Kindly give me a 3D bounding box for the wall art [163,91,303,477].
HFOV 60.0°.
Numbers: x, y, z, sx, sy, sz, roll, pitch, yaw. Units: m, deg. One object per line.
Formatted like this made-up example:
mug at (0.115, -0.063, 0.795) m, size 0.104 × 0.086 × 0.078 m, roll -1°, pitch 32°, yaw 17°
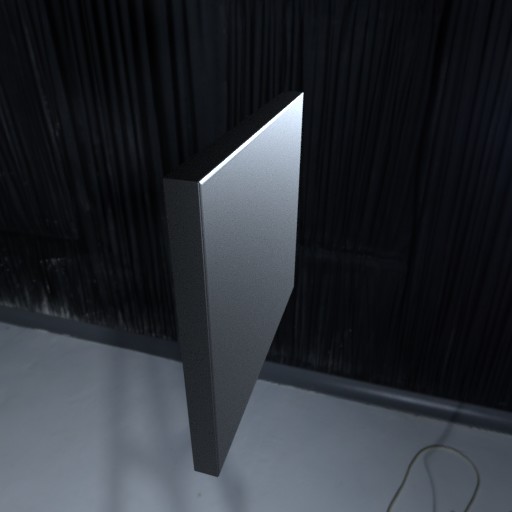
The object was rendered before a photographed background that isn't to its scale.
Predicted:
wall art at (0.000, 0.000, 0.551) m, size 0.028 × 0.330 × 0.380 m, roll 8°, pitch 31°, yaw 14°
